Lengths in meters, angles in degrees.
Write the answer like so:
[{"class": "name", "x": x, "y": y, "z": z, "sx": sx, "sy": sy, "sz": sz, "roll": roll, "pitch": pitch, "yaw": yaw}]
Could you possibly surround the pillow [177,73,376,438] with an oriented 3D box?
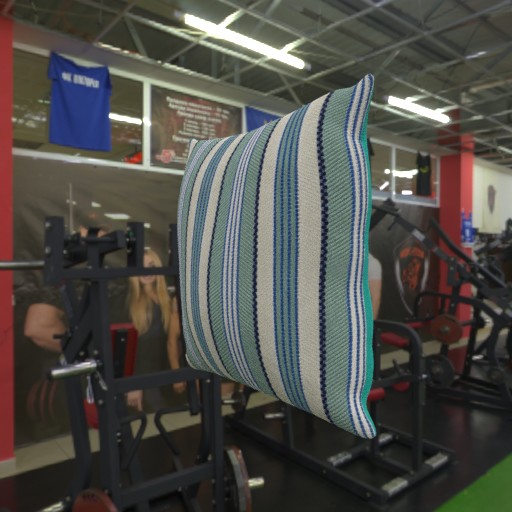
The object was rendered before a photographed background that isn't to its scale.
[{"class": "pillow", "x": 0.000, "y": 0.000, "z": 0.685, "sx": 0.182, "sy": 0.441, "sz": 0.440, "roll": -1, "pitch": 1, "yaw": -37}]
